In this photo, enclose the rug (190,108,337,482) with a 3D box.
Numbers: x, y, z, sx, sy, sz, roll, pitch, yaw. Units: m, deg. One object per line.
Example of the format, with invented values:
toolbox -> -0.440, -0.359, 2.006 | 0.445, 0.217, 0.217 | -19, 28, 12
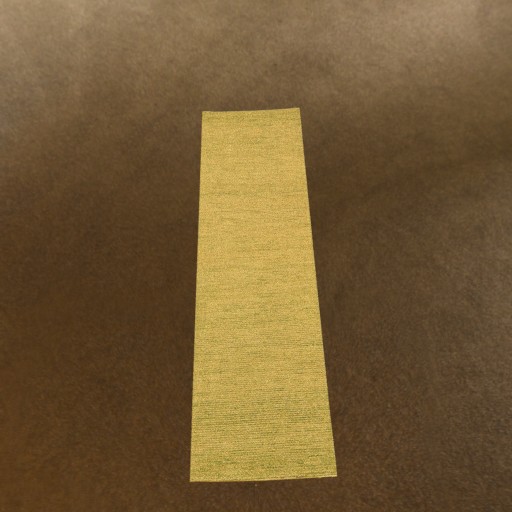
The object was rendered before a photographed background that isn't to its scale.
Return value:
rug -> 0.000, 0.000, 2.588 | 0.686, 0.013, 2.340 | -1, 63, -1
